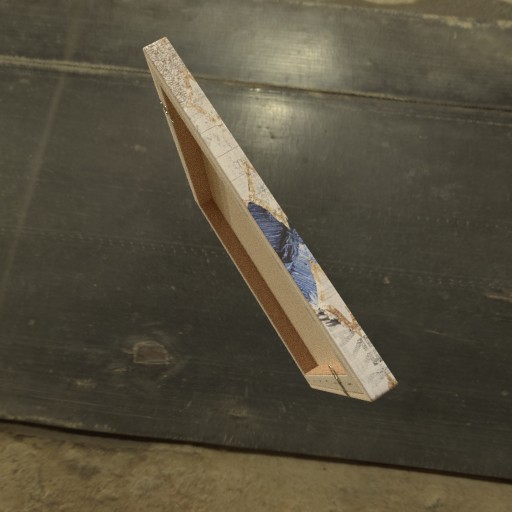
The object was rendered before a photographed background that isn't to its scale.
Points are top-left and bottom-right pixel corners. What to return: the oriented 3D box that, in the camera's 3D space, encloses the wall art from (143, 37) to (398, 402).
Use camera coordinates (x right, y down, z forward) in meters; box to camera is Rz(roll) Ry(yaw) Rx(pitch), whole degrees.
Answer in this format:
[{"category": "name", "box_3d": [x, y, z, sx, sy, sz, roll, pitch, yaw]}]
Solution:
[{"category": "wall art", "box_3d": [0.000, 0.000, 0.756, 0.038, 0.508, 0.507, -31, 77, -8]}]
